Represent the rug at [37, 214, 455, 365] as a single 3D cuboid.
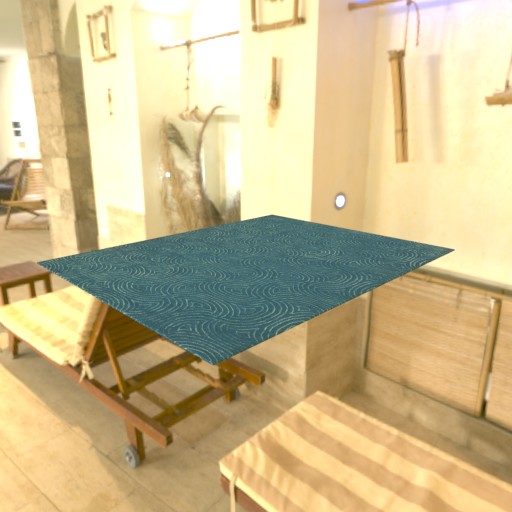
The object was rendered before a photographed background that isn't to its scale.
[{"bbox_3d":[0.000,0.000,4.103,3.033,0.012,2.432,-16,23,-43],"label":"rug"}]
